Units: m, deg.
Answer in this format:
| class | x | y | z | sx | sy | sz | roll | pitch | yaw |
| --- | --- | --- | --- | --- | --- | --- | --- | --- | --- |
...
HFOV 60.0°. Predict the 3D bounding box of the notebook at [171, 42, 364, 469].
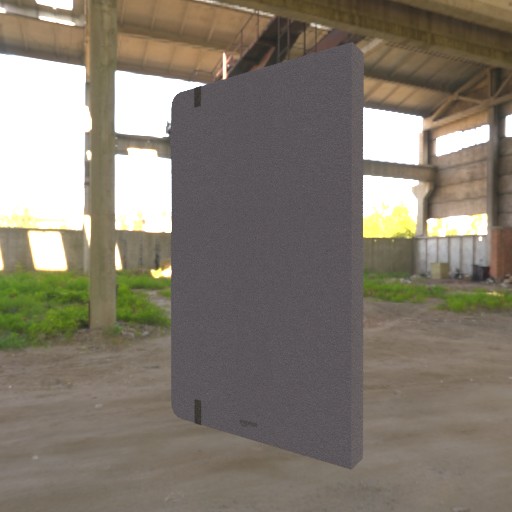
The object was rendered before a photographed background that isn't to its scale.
| class | x | y | z | sx | sy | sz | roll | pitch | yaw |
| --- | --- | --- | --- | --- | --- | --- | --- | --- | --- |
| notebook | 0.000 | 0.000 | 0.262 | 0.127 | 0.213 | 0.016 | 0 | 1 | 35 |
